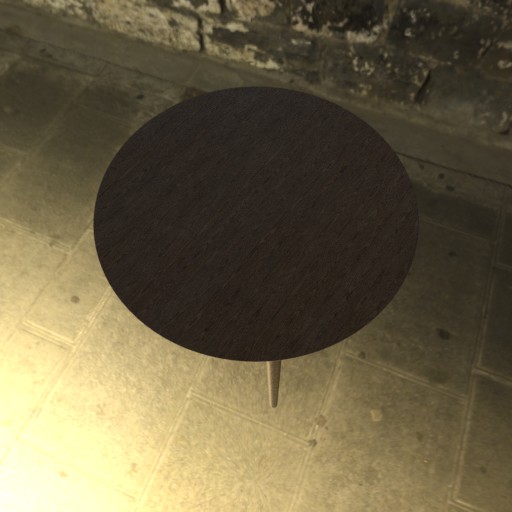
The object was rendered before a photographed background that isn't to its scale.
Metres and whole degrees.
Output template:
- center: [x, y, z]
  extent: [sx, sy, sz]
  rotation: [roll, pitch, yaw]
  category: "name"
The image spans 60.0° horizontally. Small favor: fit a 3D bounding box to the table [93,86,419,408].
- center: [0.000, 0.000, 1.803]
  extent: [1.053, 0.786, 1.053]
  rotation: [0, 63, 0]
  category: "table"
